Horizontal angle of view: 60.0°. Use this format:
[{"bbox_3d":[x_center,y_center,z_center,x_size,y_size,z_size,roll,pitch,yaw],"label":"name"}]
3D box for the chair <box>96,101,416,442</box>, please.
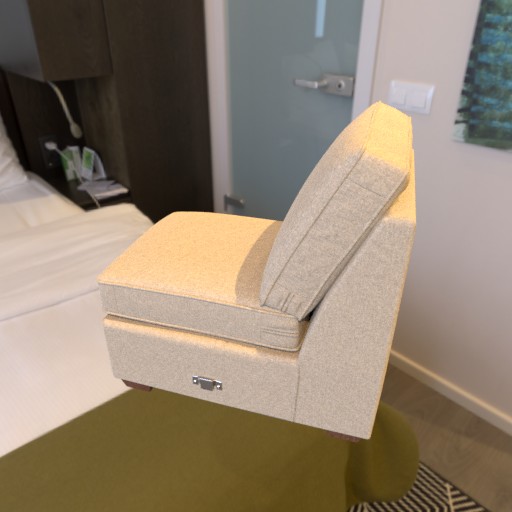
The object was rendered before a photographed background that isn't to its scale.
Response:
[{"bbox_3d":[0.000,0.000,1.660,1.020,1.058,0.674,9,31,14],"label":"chair"}]
